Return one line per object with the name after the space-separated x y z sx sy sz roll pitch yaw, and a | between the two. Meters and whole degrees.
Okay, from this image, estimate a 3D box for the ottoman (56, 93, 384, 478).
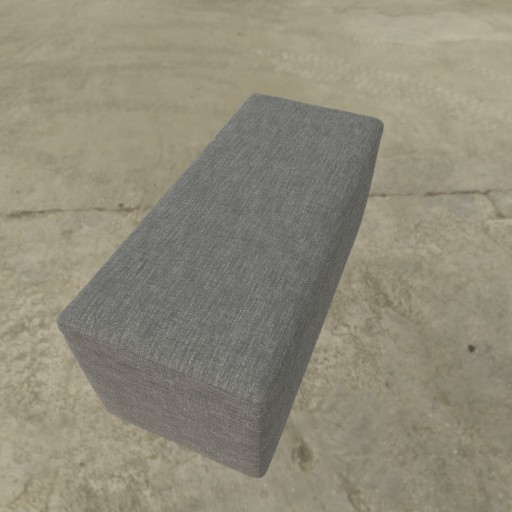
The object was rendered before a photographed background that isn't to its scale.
0.000 0.000 1.126 0.419 0.432 0.902 17 50 15 | ottoman
